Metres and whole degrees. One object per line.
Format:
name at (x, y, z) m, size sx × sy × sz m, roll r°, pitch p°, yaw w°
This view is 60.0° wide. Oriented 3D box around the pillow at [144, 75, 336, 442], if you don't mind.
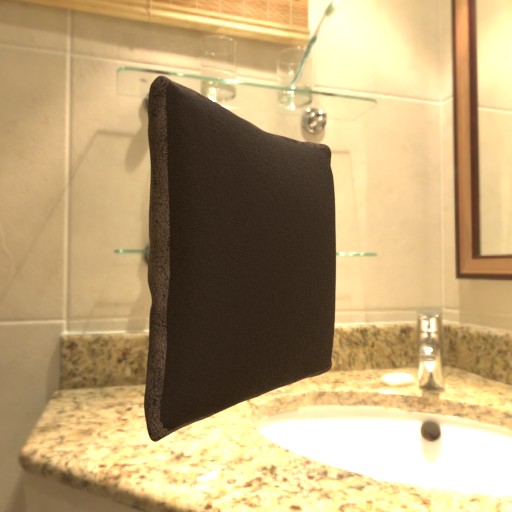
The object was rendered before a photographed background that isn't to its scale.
pillow at (0.000, 0.000, 0.816) m, size 0.204 × 0.520 × 0.522 m, roll -1°, pitch -2°, yaw 36°
